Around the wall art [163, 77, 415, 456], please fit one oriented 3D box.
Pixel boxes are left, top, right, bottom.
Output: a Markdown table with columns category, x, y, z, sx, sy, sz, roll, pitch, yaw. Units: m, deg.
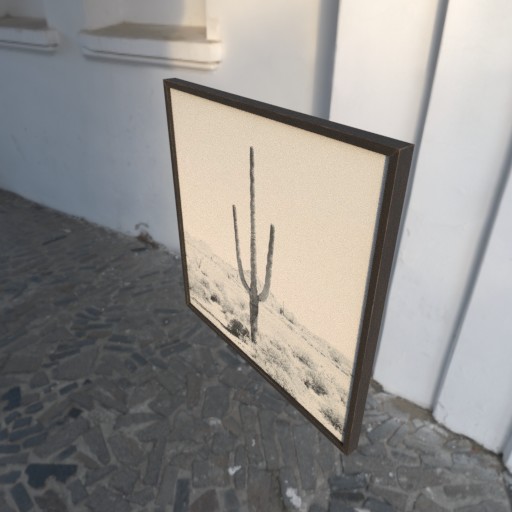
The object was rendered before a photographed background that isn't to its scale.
| category | x | y | z | sx | sy | sz | roll | pitch | yaw |
| --- | --- | --- | --- | --- | --- | --- | --- | --- | --- |
| wall art | 0.000 | 0.000 | 1.143 | 0.038 | 0.762 | 0.762 | -22 | 38 | -32 |
